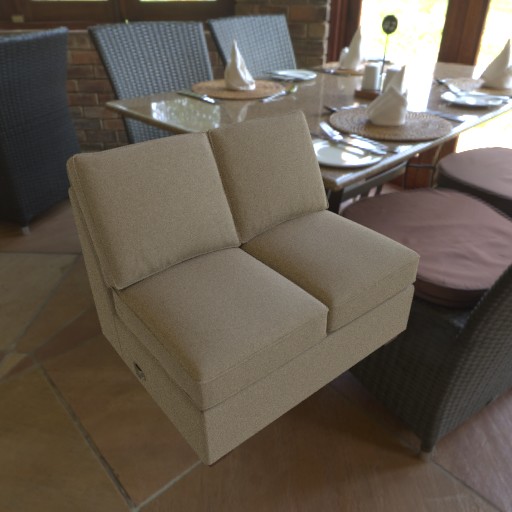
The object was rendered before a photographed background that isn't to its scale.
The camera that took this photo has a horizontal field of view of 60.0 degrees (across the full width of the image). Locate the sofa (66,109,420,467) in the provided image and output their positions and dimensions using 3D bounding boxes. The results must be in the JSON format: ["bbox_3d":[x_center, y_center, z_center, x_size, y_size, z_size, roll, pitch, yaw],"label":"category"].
[{"bbox_3d":[0.000,0.000,1.994,1.237,1.008,0.951,-23,38,-33],"label":"sofa"}]
